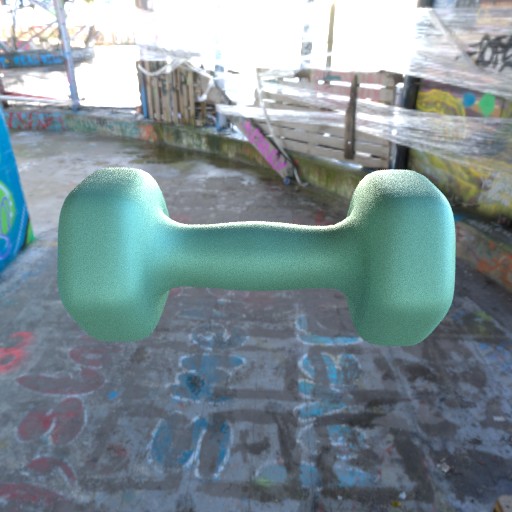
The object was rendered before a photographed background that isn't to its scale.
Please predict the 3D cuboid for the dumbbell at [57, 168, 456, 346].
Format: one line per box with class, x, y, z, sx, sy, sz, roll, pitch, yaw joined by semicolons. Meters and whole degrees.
dumbbell;0.000;0.000;0.321;0.260;0.117;0.129;1;28;2
